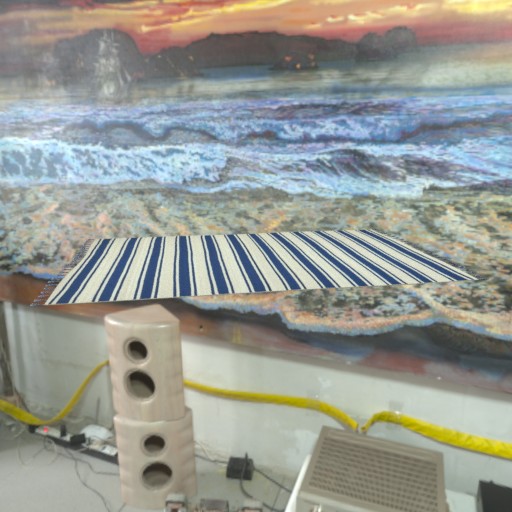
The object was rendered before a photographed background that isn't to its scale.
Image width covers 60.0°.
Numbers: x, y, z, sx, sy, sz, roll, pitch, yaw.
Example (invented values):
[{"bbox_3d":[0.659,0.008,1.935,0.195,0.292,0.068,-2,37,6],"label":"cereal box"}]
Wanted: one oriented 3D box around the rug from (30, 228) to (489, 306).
[{"bbox_3d":[0.000,0.000,2.568,2.108,0.009,1.248,-3,15,-9],"label":"rug"}]
